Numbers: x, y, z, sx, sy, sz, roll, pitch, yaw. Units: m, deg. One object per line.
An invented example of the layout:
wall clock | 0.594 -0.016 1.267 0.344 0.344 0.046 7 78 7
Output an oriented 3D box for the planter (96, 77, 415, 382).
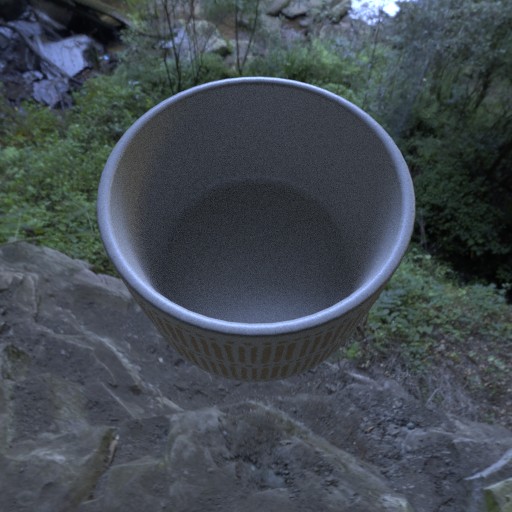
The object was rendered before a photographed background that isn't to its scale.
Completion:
planter | 0.000 0.000 0.576 0.317 0.303 0.317 0 62 0
